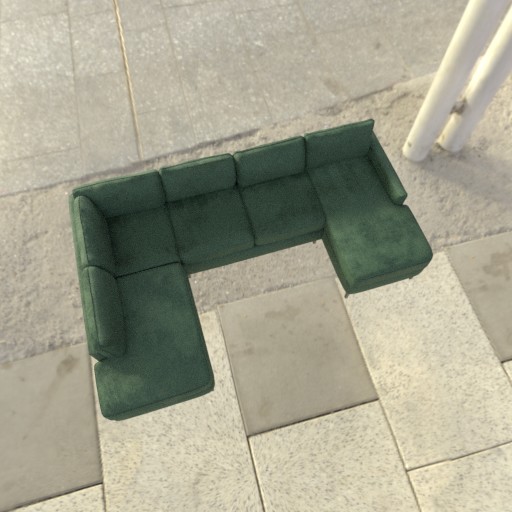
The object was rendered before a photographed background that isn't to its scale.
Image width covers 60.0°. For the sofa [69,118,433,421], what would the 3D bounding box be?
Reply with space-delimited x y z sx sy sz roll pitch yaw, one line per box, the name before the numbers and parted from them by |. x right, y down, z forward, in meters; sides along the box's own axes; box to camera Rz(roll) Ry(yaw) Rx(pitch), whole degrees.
sofa | 0.000 0.000 3.919 2.994 0.861 1.992 -15 65 -7
